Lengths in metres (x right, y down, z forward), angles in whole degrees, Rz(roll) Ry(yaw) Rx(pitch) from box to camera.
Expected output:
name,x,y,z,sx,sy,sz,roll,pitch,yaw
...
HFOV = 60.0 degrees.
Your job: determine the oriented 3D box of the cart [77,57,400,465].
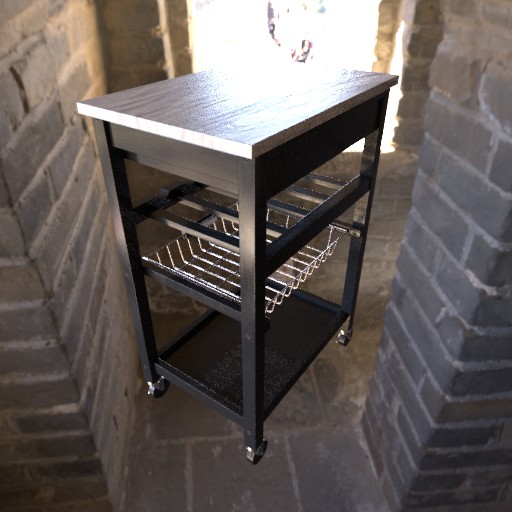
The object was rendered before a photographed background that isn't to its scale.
name,x,y,z,sx,sy,sz,roll,pitch,yaw
cart,0.000,0.000,1.147,0.403,0.839,0.584,21,39,29
